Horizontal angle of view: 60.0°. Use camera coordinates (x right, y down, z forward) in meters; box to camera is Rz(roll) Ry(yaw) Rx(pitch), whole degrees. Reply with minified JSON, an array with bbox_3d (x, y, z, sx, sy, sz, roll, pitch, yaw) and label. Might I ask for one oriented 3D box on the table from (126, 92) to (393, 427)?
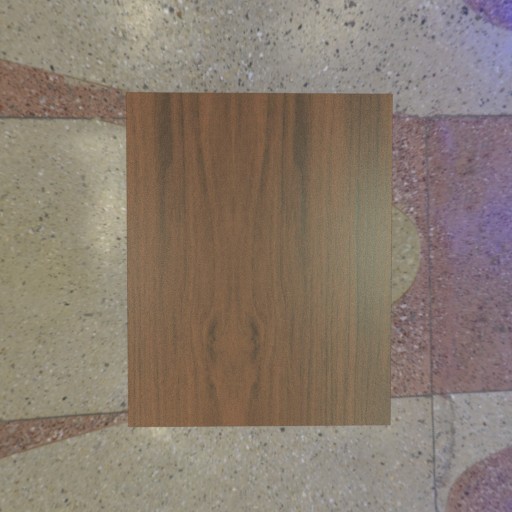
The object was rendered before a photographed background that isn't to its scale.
[{"bbox_3d":[0.000,0.000,0.955,0.381,0.636,0.480,0,91,-1],"label":"table"}]
